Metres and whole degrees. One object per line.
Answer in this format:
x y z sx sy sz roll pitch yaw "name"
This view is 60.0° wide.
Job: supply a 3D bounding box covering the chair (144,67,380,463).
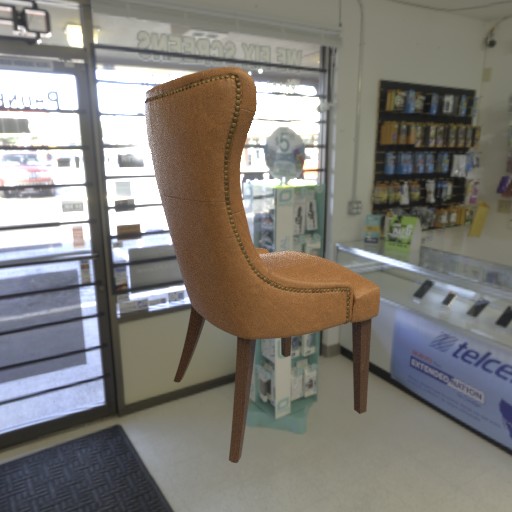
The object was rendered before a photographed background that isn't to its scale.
0.000 0.000 1.476 0.669 1.065 0.611 -7 15 -27 "chair"
